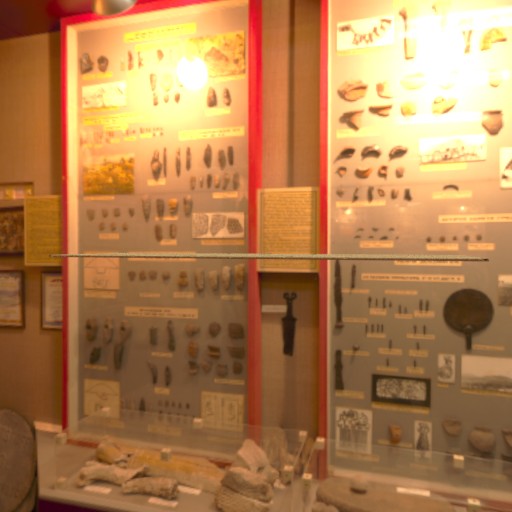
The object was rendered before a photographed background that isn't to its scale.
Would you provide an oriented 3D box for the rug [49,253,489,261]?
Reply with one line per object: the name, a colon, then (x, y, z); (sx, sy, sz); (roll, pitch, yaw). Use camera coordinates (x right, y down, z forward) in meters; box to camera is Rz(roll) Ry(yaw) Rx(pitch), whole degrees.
rug: (0.000, 0.000, 2.716); (2.438, 0.012, 0.762); (0, 2, 18)
